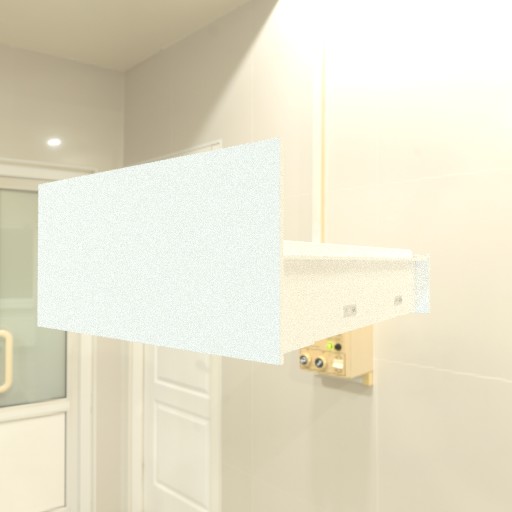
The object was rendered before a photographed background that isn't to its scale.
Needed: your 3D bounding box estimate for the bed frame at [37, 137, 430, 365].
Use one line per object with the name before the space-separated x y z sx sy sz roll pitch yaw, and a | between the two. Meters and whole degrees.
bed frame | 0.000 0.000 2.821 1.622 0.800 1.960 -1 -1 36
